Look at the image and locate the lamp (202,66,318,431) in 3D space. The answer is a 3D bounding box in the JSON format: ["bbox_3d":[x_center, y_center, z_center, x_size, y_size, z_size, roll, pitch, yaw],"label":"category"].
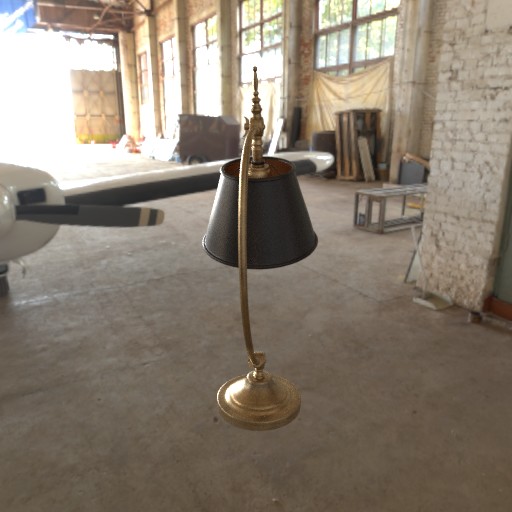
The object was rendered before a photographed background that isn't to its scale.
[{"bbox_3d":[0.000,0.000,0.853,0.235,0.675,0.344,2,17,8],"label":"lamp"}]
